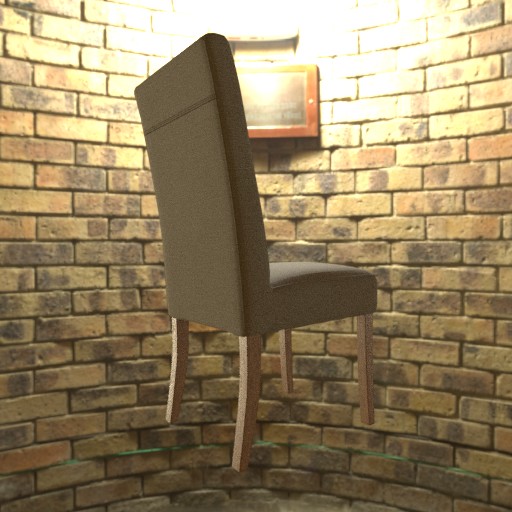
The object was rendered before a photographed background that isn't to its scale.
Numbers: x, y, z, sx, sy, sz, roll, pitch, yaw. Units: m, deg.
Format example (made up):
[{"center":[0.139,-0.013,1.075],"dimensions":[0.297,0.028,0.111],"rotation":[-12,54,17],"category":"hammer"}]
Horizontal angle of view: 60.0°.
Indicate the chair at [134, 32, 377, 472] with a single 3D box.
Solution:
[{"center":[0.000,0.000,1.344],"dimensions":[0.611,1.033,0.450],"rotation":[-1,1,-37],"category":"chair"}]
